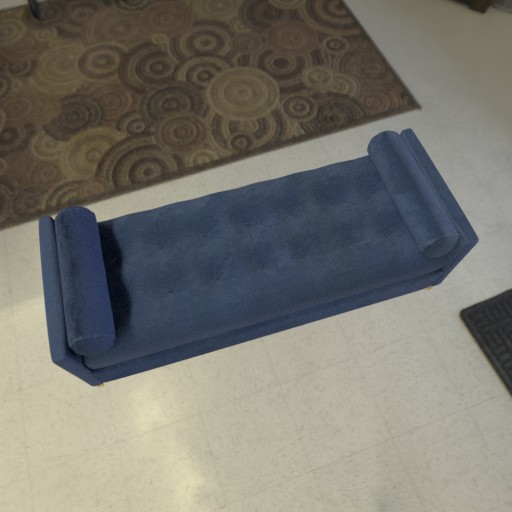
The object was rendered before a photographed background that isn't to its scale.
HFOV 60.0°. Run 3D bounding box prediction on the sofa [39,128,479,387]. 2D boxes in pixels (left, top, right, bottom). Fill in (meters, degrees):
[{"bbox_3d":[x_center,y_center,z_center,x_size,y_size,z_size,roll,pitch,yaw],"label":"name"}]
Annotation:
[{"bbox_3d":[0.000,0.000,2.470,2.102,0.705,0.796,-15,64,-8],"label":"sofa"}]
